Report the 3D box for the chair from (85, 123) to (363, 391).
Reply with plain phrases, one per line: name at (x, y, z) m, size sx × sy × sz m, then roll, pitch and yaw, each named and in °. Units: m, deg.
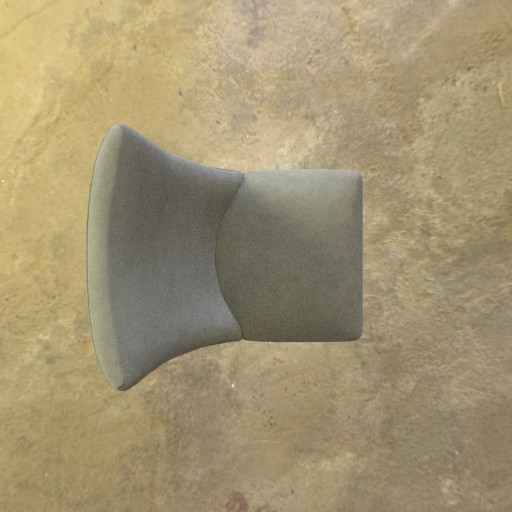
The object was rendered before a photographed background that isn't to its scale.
chair at (0.000, 0.000, 1.218) m, size 0.610 × 0.902 × 0.495 m, roll 0°, pitch 90°, yaw 0°
